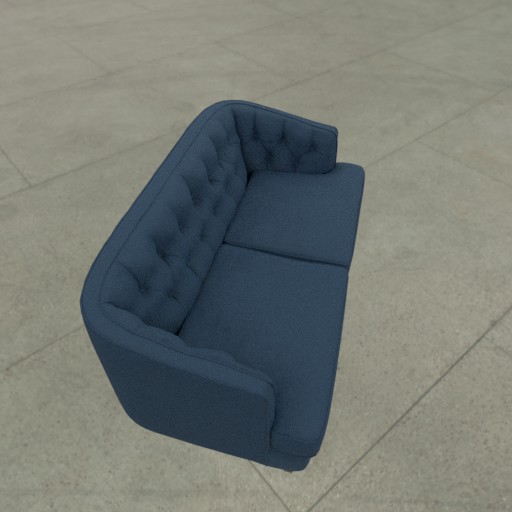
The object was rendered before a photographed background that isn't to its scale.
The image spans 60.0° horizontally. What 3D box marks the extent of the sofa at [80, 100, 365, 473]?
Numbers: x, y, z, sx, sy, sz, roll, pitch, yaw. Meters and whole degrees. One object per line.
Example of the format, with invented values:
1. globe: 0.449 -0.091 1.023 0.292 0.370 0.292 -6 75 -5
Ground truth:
1. sofa: 0.000 0.000 2.192 0.941 0.854 1.733 11 47 10
